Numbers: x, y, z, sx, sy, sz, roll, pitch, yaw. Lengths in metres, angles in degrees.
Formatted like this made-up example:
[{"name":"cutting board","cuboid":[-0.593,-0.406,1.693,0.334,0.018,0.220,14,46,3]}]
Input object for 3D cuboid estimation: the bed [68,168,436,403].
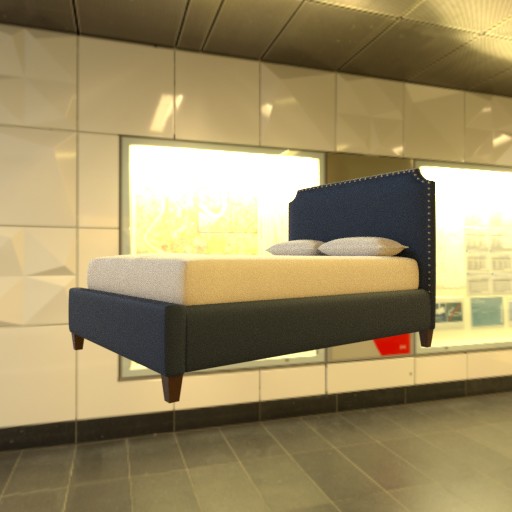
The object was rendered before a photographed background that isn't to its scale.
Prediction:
[{"name":"bed","cuboid":[0.000,0.000,3.482,2.372,1.443,1.712,0,-1,-38]}]
